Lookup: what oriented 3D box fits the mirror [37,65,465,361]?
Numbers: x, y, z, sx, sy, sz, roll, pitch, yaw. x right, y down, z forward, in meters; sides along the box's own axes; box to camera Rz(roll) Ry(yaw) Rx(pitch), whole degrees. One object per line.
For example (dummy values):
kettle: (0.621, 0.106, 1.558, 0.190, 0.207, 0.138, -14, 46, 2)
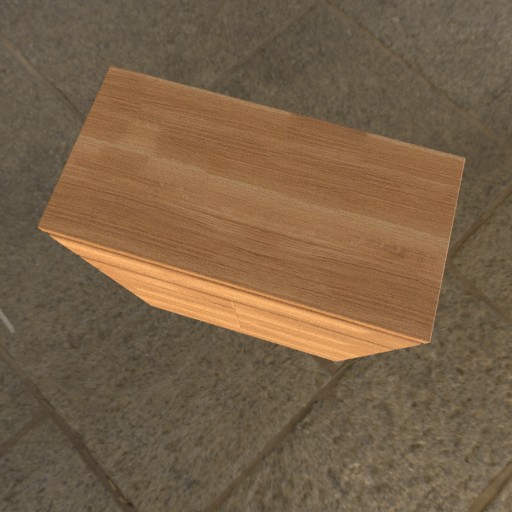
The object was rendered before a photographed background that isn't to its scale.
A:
mirror: (0.000, 0.000, 1.392, 0.800, 1.000, 0.400, 16, 75, 4)
